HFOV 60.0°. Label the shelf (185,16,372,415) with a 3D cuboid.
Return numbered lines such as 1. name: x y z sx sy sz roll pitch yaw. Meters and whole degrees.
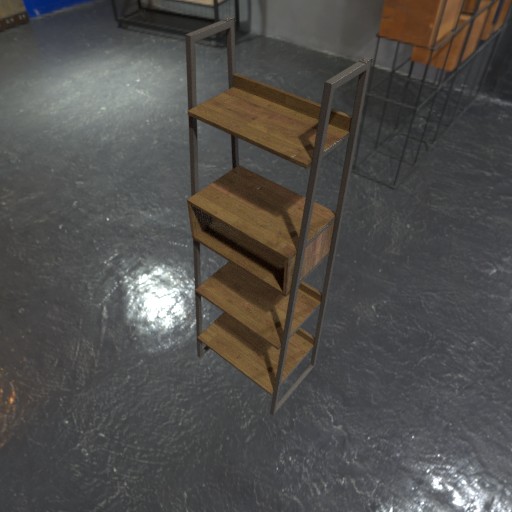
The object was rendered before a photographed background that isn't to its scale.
1. shelf: 0.000 0.000 2.243 0.652 2.005 0.454 31 53 27
